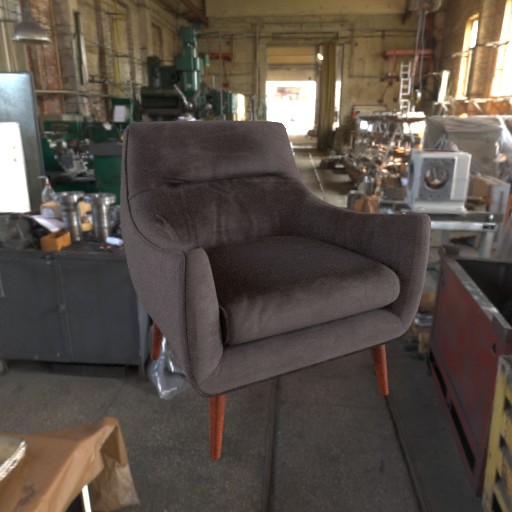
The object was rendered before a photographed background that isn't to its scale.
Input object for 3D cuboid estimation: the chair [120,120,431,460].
[{"bbox_3d":[0.000,0.000,1.444,0.762,0.838,0.787,-9,20,-27],"label":"chair"}]
